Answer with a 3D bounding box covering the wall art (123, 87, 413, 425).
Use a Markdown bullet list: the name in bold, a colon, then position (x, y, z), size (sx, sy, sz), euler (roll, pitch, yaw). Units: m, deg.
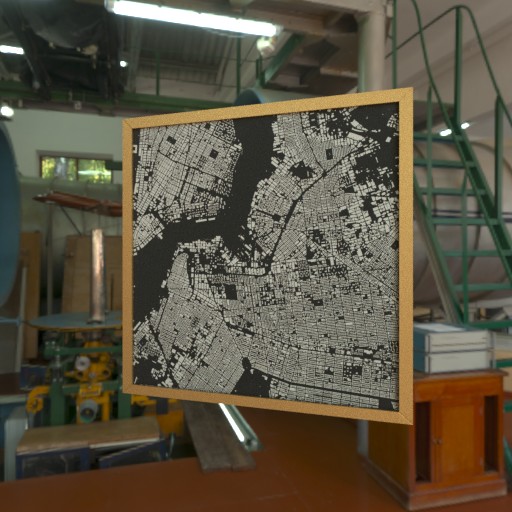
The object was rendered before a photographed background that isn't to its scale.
- **wall art**: position (0.000, 0.000, 1.927), size (1.284, 1.284, 0.095), euler (0, 0, 18)
